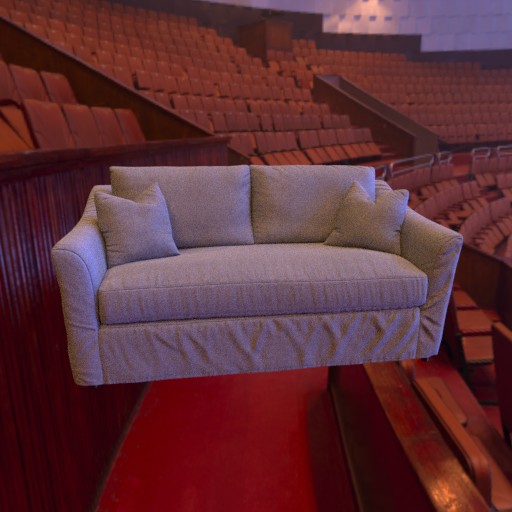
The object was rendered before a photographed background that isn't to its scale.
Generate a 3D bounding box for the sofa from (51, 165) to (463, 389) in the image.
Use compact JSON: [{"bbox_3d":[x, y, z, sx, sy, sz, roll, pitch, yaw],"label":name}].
[{"bbox_3d":[0.000,0.000,2.637,2.010,1.018,1.072,-2,17,-8],"label":"sofa"}]
